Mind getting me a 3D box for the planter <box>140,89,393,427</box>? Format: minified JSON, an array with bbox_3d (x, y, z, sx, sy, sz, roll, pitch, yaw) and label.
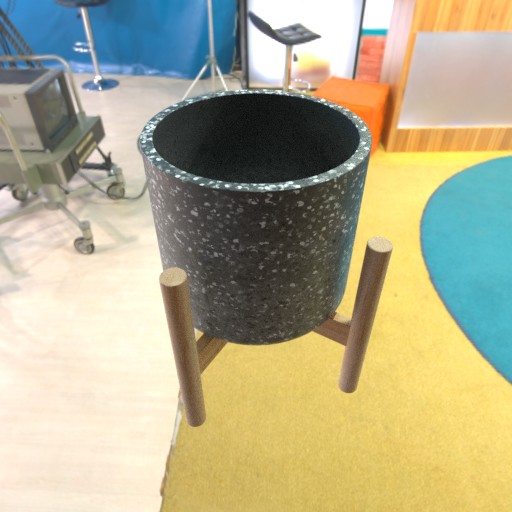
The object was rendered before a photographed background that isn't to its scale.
[{"bbox_3d":[0.000,0.000,0.534,0.284,0.320,0.284,-25,46,-27],"label":"planter"}]
